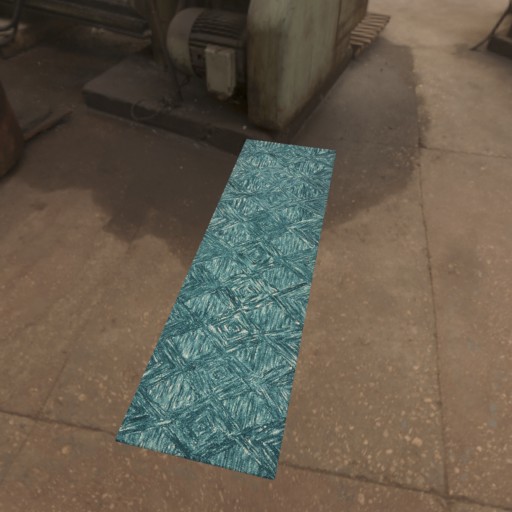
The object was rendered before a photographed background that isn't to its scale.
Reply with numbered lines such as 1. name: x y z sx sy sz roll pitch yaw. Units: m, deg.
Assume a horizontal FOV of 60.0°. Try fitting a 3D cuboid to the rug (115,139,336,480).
1. rug: 0.000 0.000 2.534 0.676 0.016 2.286 10 48 9
